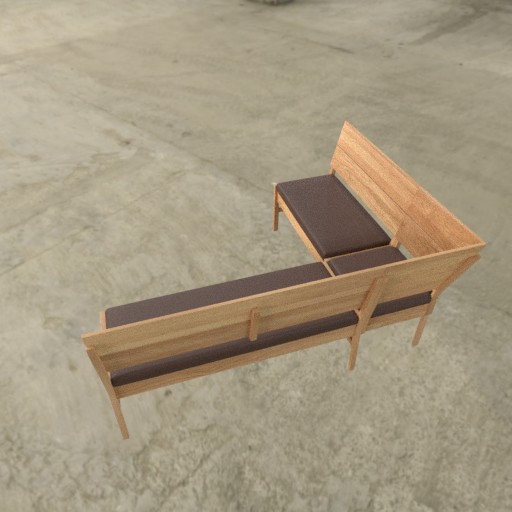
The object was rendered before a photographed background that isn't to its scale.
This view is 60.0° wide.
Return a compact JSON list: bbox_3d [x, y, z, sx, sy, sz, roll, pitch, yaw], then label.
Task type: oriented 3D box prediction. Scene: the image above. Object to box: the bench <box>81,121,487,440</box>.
[{"bbox_3d":[0.000,0.000,2.827,1.975,0.890,1.549,-13,42,-14],"label":"bench"}]
